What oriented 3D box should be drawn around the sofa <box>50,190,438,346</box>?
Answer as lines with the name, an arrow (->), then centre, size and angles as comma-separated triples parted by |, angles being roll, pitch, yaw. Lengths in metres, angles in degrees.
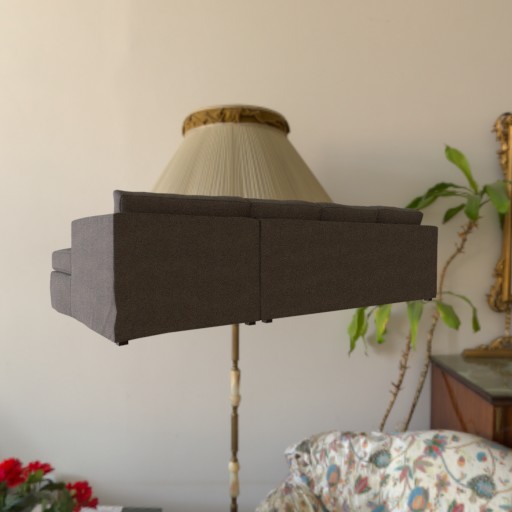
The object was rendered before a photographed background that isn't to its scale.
sofa -> 0.000, 0.000, 4.022 | 3.205, 0.922, 1.650 | -1, 2, -36
